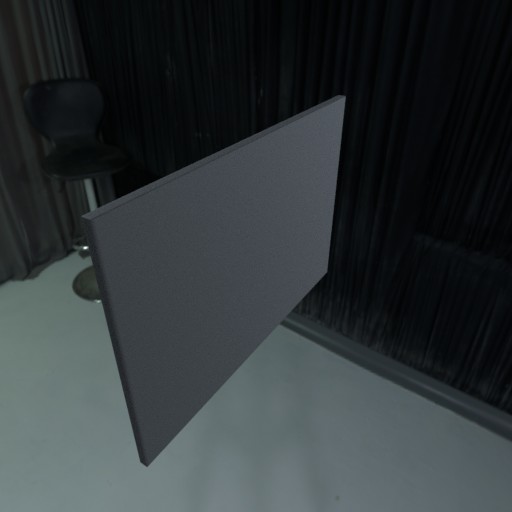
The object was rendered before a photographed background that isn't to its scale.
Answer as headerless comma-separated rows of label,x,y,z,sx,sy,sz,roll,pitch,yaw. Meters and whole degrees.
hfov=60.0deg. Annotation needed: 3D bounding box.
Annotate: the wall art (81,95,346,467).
wall art,0.000,0.000,1.209,0.049,0.659,0.964,21,38,29
